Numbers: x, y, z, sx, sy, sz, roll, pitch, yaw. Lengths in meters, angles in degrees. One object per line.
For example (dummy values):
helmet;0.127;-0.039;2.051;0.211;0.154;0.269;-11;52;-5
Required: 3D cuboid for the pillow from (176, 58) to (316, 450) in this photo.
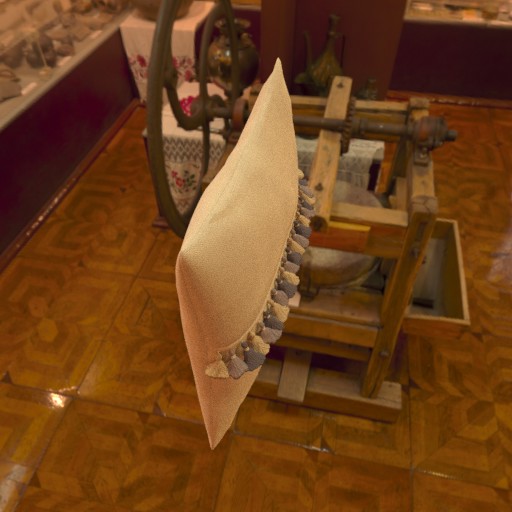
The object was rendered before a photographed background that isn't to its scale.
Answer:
pillow;0.000;0.000;0.747;0.165;0.481;0.489;10;47;10
